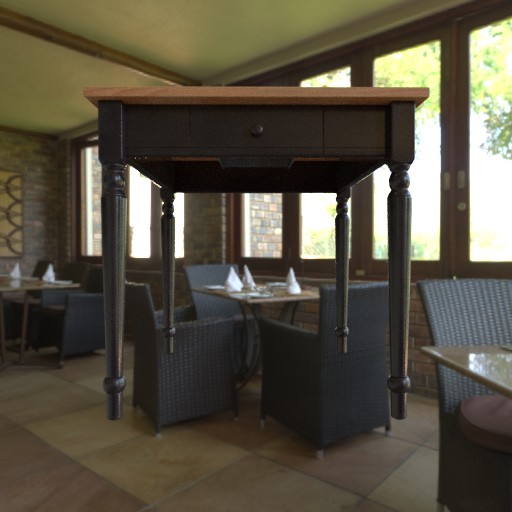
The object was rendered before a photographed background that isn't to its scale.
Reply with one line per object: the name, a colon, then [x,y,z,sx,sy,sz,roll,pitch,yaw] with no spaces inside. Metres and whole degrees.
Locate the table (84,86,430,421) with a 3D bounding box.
table: [0.000,0.000,1.332,0.747,0.738,0.747,0,1,0]
